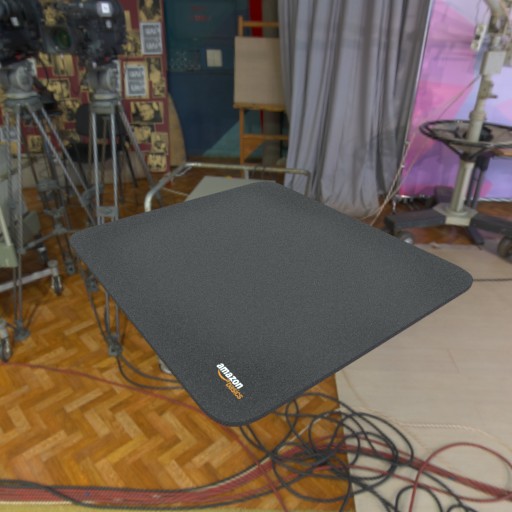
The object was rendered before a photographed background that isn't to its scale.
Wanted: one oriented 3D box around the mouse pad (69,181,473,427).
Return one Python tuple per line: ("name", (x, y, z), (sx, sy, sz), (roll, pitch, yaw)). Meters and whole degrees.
("mouse pad", (0.000, 0.000, 0.318), (0.203, 0.003, 0.229), (-21, 36, -31))
